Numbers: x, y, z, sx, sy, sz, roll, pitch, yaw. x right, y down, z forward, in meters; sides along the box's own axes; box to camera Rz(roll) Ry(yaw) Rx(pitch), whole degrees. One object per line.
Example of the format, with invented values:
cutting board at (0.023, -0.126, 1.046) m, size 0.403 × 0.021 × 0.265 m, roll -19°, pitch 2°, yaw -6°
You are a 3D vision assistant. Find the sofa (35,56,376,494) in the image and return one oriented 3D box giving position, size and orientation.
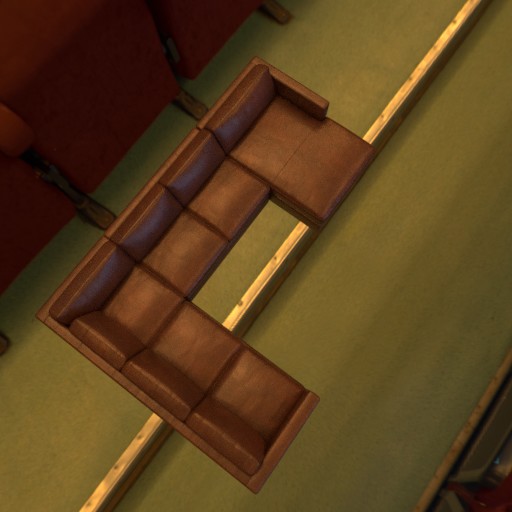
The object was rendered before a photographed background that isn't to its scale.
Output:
sofa at (0.000, 0.000, 4.348) m, size 2.452 × 0.891 × 3.324 m, roll 35°, pitch 79°, yaw 8°
